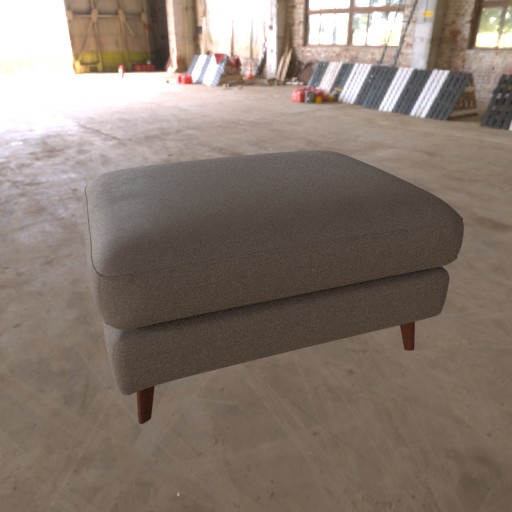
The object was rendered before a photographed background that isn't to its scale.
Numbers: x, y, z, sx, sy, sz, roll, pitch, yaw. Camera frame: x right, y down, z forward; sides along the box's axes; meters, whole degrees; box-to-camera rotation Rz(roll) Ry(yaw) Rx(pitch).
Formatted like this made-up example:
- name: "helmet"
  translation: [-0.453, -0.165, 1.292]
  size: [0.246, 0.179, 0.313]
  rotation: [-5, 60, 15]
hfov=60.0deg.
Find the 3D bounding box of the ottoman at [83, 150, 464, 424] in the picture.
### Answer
- name: "ottoman"
  translation: [0.000, 0.000, 1.163]
  size: [0.811, 0.449, 0.608]
  rotation: [-10, 28, -18]
